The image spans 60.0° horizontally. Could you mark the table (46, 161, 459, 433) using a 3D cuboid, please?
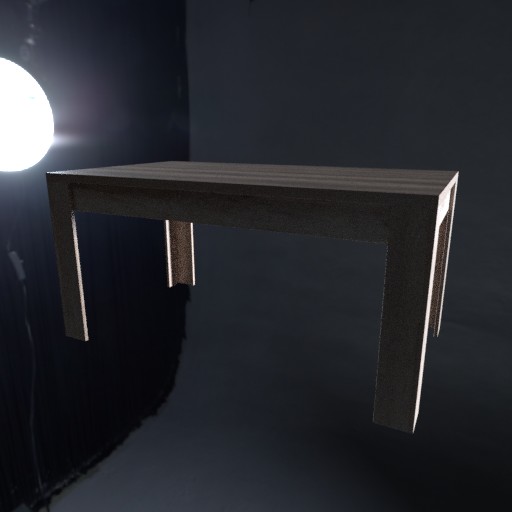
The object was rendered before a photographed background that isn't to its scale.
[{"bbox_3d":[0.000,0.000,2.073,1.600,0.775,0.900,8,17,26],"label":"table"}]
